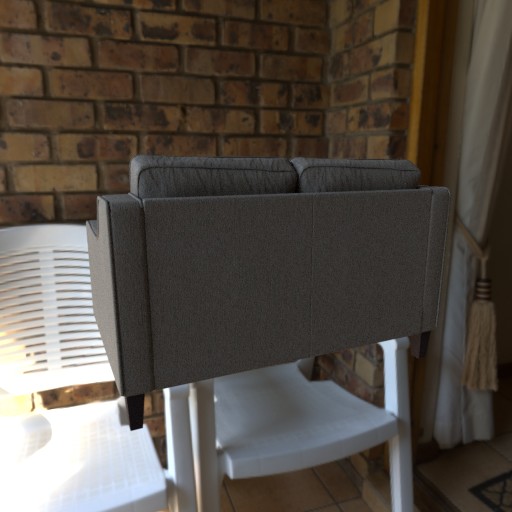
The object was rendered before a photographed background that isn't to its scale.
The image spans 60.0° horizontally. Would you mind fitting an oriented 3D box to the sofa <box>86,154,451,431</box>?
[{"bbox_3d":[0.000,0.000,2.200,1.503,0.981,0.985,-6,14,-24],"label":"sofa"}]
